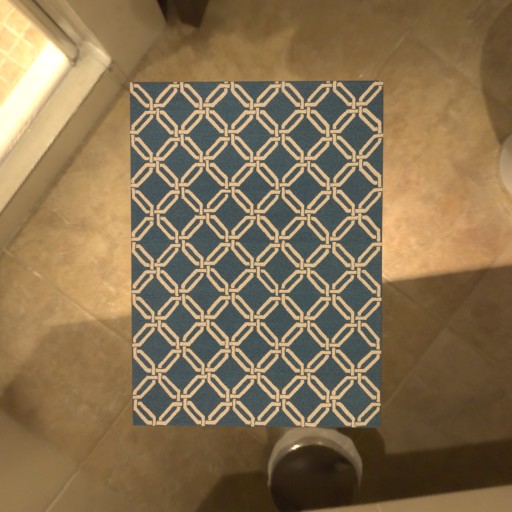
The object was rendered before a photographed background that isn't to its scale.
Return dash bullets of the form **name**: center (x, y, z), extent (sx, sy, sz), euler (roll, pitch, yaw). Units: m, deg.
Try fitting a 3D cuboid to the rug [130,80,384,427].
- **rug**: center (0.000, 0.000, 4.291), extent (2.432, 0.018, 3.342), euler (0, 92, 1)
